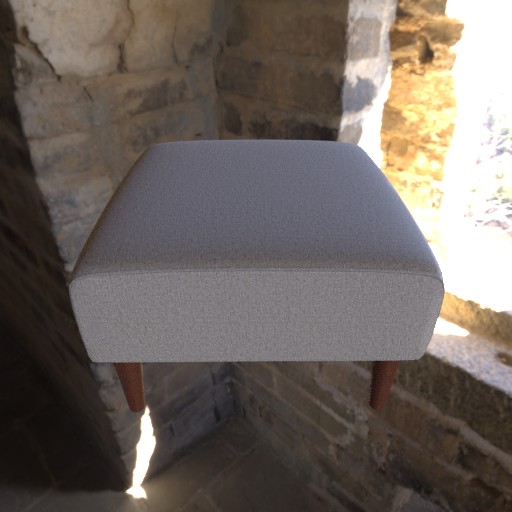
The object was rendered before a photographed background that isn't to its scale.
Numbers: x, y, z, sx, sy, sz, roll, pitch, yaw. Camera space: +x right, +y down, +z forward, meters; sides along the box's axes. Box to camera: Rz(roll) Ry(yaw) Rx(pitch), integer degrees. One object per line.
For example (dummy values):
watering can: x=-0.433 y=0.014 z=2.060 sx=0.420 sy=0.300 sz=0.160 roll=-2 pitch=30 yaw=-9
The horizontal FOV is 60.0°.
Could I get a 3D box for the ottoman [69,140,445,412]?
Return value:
ottoman: x=0.000 y=0.000 z=1.065 sx=0.648 sy=0.399 sz=0.655 roll=0 pitch=32 yaw=0
